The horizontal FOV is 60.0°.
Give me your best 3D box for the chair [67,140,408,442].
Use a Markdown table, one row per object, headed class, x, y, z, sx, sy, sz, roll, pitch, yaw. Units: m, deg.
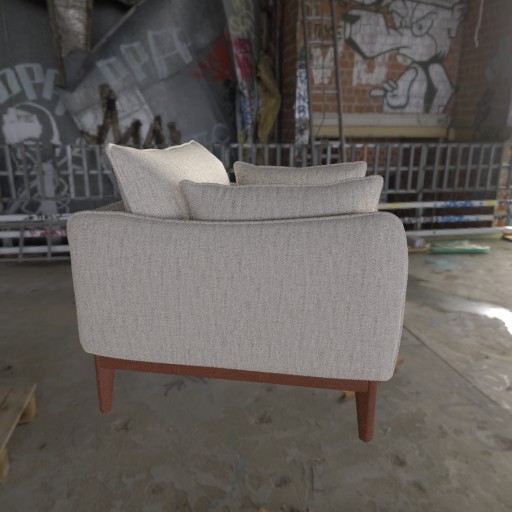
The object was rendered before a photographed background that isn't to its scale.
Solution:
| class | x | y | z | sx | sy | sz | roll | pitch | yaw |
| --- | --- | --- | --- | --- | --- | --- | --- | --- | --- |
| chair | 0.000 | 0.000 | 1.697 | 0.991 | 0.855 | 0.994 | 3 | 16 | 9 |
